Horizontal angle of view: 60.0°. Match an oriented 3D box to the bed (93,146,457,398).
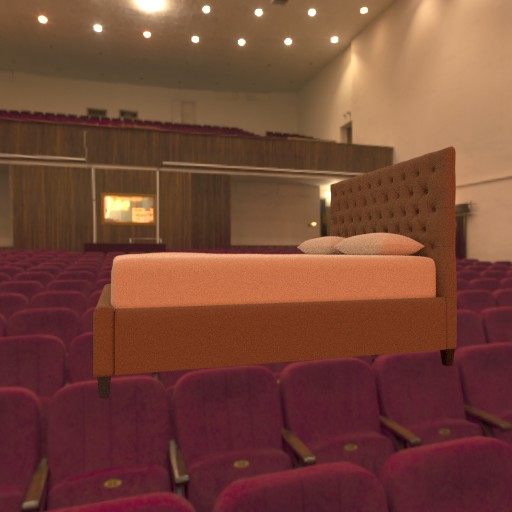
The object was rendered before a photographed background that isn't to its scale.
[{"bbox_3d":[0.000,0.000,3.342,2.233,1.426,1.696,0,1,-17],"label":"bed"}]
